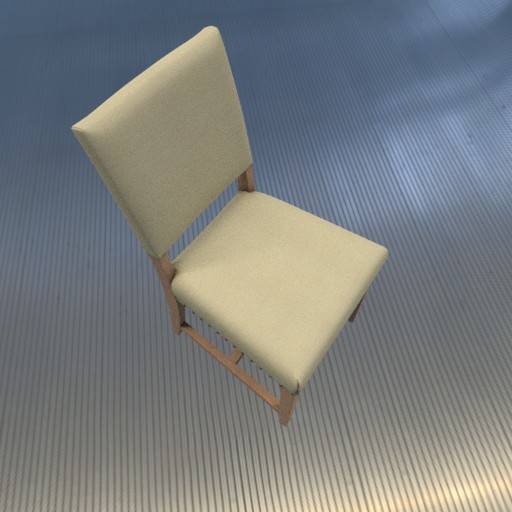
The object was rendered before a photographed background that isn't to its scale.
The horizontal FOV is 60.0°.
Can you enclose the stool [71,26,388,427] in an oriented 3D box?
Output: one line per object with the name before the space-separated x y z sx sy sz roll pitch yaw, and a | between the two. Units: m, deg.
stool | 0.000 0.000 1.287 0.623 0.986 0.508 31 63 18
